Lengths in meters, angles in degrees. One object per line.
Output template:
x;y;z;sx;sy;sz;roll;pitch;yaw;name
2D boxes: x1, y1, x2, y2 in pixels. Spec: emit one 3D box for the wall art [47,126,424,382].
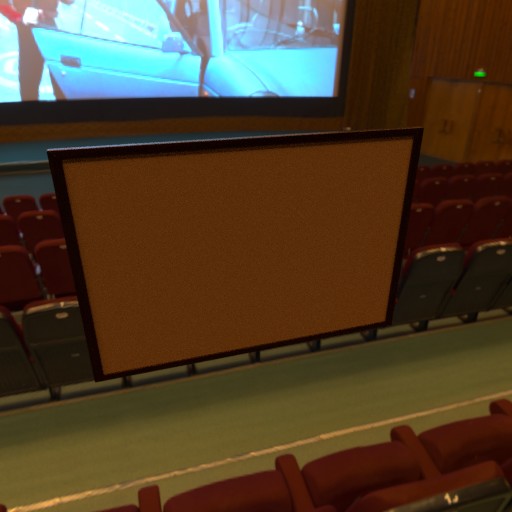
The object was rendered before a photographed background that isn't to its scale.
0.000;0.000;1.058;0.816;0.559;0.014;-8;27;-15;wall art
